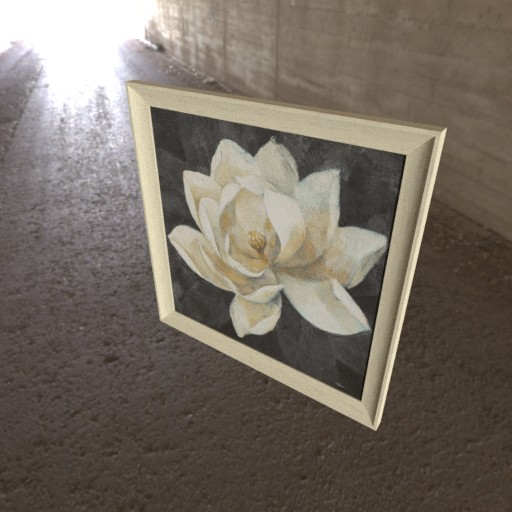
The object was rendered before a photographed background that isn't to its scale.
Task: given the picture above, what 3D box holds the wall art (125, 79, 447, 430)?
[{"bbox_3d":[0.000,0.000,1.496,1.016,1.016,0.045,20,37,29],"label":"wall art"}]
